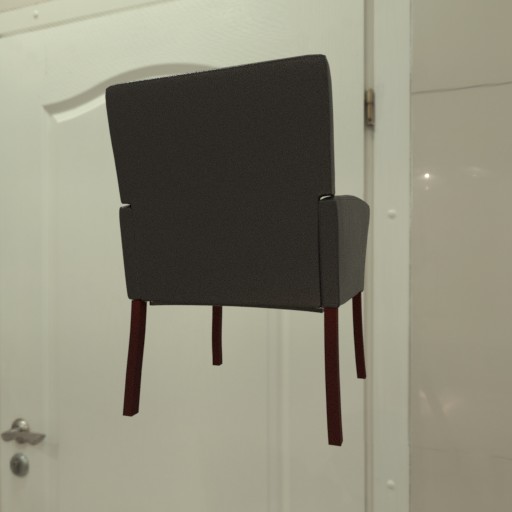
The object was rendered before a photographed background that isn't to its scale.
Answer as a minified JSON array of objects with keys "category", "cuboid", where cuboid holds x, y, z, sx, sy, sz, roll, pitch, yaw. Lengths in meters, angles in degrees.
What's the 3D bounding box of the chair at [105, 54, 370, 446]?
[{"category":"chair","cuboid":[0.000,0.000,1.485,0.683,0.951,0.772,0,0,19]}]
